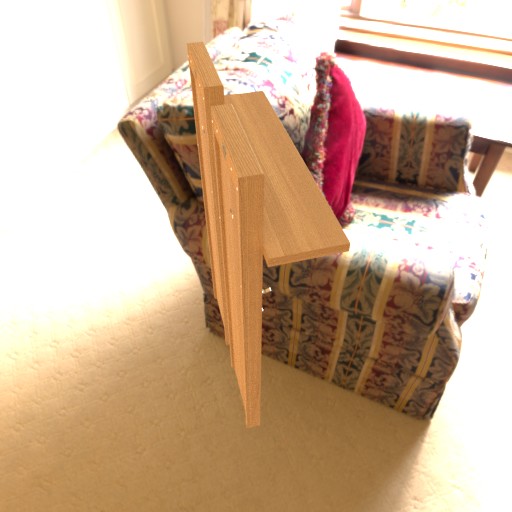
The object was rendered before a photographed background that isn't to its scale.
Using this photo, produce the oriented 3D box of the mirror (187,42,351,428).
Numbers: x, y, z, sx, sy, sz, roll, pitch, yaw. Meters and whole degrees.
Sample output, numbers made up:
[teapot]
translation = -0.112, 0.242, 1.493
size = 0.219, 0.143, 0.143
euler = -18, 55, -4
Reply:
[mirror]
translation = 0.000, 0.000, 1.605
size = 0.260, 1.250, 0.800
euler = -11, 48, -10
